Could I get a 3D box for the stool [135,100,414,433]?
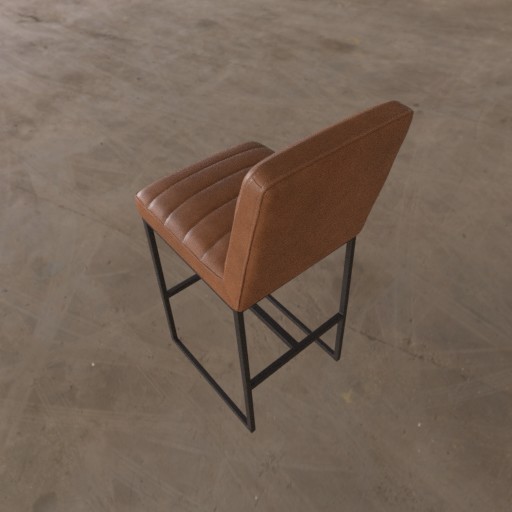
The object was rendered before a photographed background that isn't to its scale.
[{"bbox_3d":[0.000,0.000,1.333,0.458,1.040,0.556,-31,53,-27],"label":"stool"}]
